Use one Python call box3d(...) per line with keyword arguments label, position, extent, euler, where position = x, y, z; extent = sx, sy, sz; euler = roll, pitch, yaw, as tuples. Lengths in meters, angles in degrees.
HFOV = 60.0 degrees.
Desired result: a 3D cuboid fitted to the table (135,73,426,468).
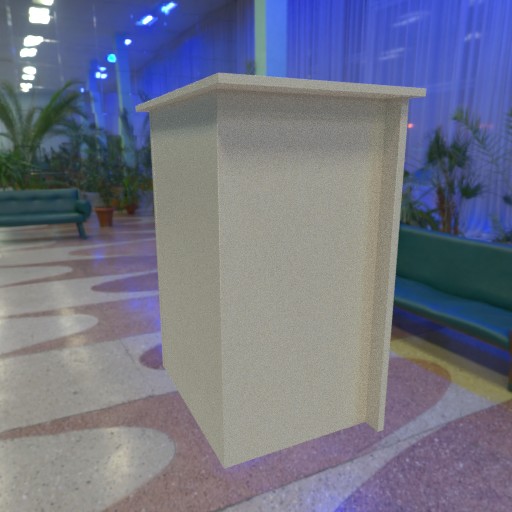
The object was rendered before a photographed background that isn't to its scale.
box3d(label="table", position=(0.000, 0.000, 1.060), extent=(0.406, 0.711, 0.589), euler=(-7, 15, -25))
